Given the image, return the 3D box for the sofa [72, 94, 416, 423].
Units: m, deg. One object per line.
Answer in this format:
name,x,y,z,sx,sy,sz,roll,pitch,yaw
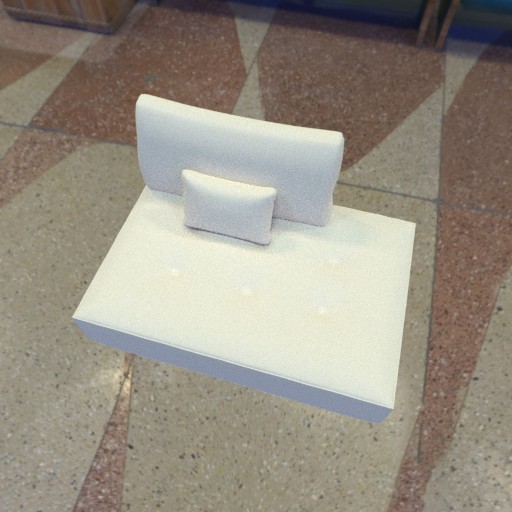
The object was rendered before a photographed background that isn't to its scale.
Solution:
sofa,0.000,0.000,2.076,1.450,0.820,1.000,14,59,9
